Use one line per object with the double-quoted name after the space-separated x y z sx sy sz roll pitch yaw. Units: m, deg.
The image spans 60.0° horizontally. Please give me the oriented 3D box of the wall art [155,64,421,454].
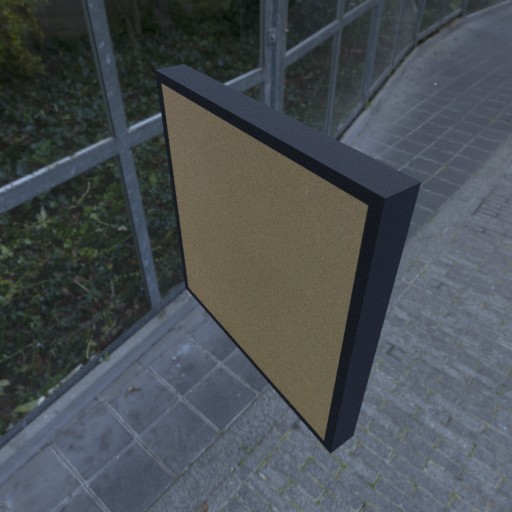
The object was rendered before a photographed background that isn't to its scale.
0.000 0.000 0.460 0.033 0.304 0.305 -25 45 -27 "wall art"
